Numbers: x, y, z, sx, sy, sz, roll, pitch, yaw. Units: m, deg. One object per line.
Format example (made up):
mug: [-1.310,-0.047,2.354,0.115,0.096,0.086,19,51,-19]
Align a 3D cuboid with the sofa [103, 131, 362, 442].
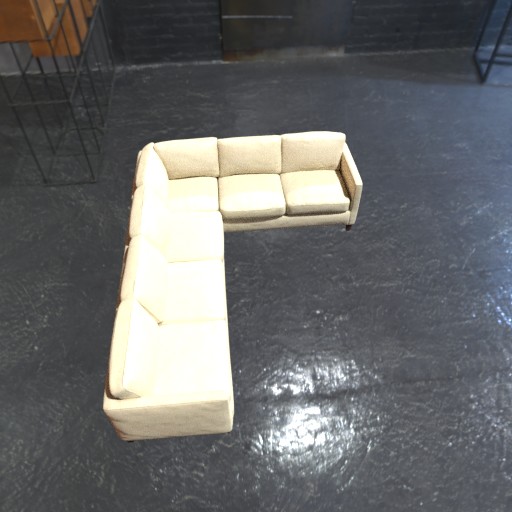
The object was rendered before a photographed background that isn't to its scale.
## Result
sofa: [0.000,0.000,4.526,2.593,0.947,3.302,-4,47,-4]
